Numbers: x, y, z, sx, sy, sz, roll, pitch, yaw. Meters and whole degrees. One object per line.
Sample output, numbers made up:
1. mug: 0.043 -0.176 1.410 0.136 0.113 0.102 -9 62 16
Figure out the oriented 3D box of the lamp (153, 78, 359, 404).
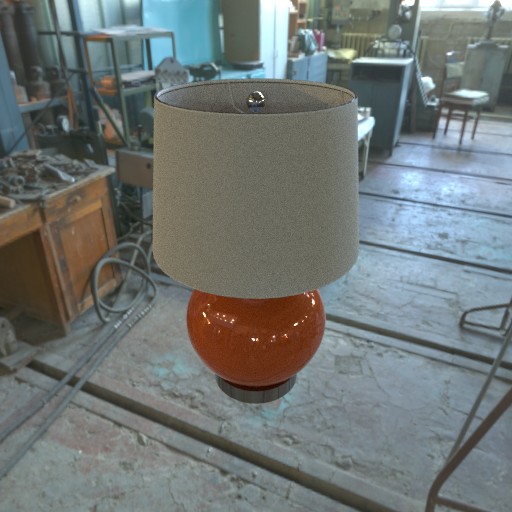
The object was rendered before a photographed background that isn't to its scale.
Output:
1. lamp: 0.000 0.000 0.550 0.247 0.387 0.247 0 30 0
